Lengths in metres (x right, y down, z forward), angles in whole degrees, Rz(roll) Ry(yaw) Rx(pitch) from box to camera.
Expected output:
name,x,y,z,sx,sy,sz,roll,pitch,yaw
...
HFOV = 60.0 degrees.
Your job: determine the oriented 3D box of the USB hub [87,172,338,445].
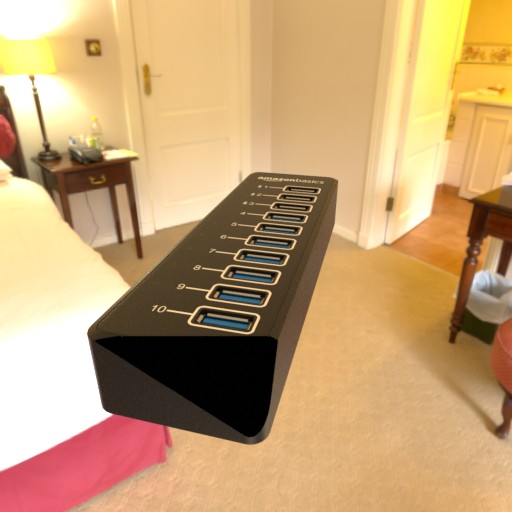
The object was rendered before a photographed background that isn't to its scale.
name,x,y,z,sx,sy,sz,roll,pitch,yaw
USB hub,0.000,0.000,0.163,0.044,0.023,0.145,7,27,14
